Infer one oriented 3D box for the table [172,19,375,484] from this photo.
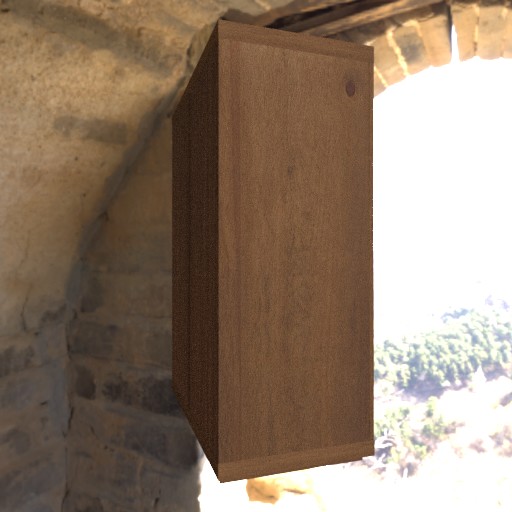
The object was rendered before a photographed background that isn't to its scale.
[{"bbox_3d":[0.000,0.000,1.721,0.524,1.294,0.901,0,0,-19],"label":"table"}]
